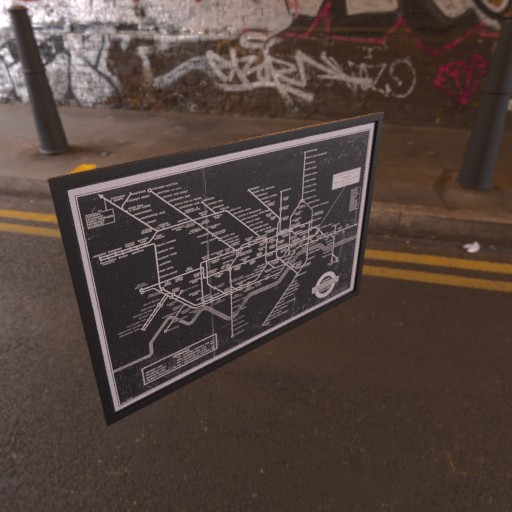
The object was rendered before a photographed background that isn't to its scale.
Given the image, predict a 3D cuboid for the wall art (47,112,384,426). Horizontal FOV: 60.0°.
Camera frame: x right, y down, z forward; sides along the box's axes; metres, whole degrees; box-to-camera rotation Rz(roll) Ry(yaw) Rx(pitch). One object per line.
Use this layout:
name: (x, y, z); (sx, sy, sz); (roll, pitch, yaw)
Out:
wall art: (0.000, 0.000, 1.517); (1.192, 0.811, 0.013); (-21, 35, -33)
